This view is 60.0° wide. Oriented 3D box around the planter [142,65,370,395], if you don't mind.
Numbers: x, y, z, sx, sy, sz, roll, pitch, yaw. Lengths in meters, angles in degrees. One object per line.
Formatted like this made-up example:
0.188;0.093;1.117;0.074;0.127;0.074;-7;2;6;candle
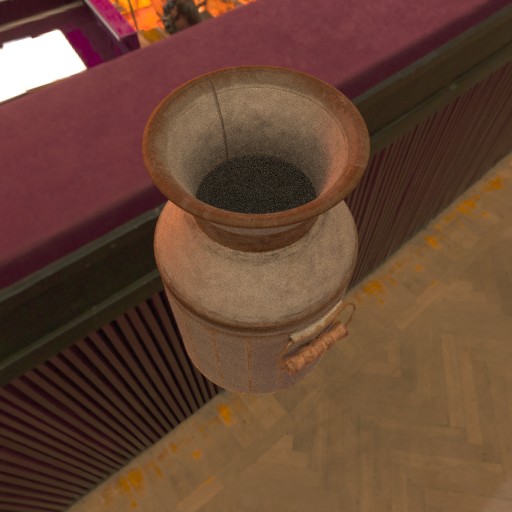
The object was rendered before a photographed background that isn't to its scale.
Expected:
0.000;0.000;0.496;0.215;0.358;0.248;-32;63;-18;planter
